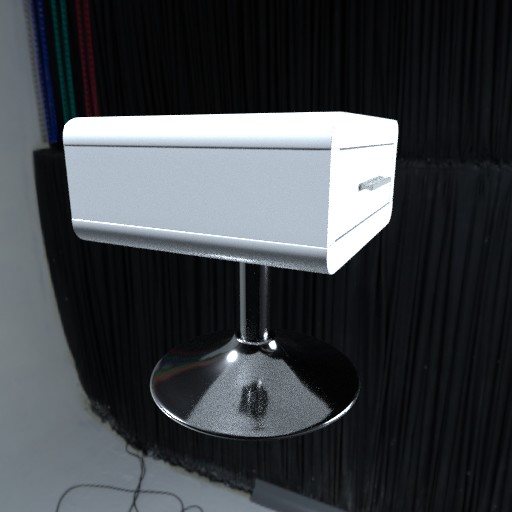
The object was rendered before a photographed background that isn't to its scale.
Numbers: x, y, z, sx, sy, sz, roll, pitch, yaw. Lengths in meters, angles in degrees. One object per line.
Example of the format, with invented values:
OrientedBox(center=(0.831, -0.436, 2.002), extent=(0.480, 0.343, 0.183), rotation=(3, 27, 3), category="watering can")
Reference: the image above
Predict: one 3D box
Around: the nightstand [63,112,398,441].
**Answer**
OrientedBox(center=(0.000, 0.000, 0.755), extent=(0.404, 0.447, 0.399), rotation=(8, 17, 25), category="nightstand")
